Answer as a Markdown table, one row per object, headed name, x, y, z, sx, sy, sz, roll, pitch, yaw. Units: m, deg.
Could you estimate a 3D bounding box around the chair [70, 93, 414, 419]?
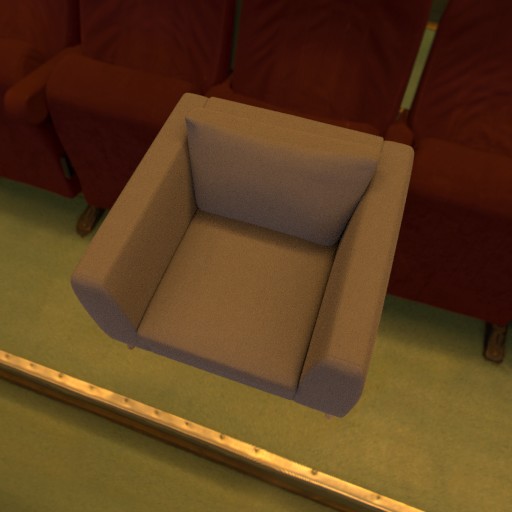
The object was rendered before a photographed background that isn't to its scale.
| name | x | y | z | sx | sy | sz | roll | pitch | yaw |
| --- | --- | --- | --- | --- | --- | --- | --- | --- | --- |
| chair | 0.000 | 0.000 | 1.749 | 1.000 | 0.860 | 0.930 | 17 | 61 | 9 |
